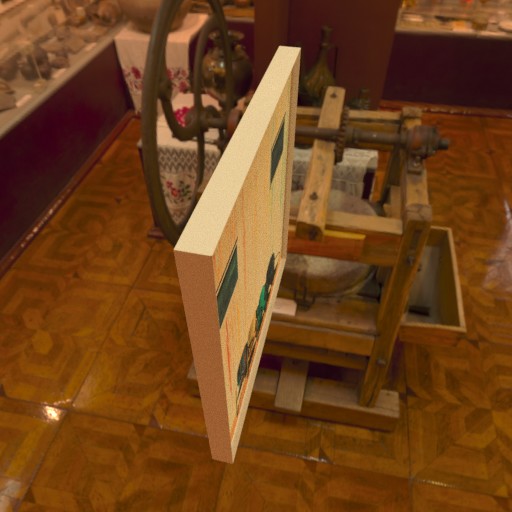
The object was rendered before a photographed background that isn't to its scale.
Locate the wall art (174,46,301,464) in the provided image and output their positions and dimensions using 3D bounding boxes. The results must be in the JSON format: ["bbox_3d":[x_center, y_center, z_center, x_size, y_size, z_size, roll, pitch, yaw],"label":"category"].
[{"bbox_3d":[0.000,0.000,0.757,0.037,0.508,0.508,9,46,9],"label":"wall art"}]
